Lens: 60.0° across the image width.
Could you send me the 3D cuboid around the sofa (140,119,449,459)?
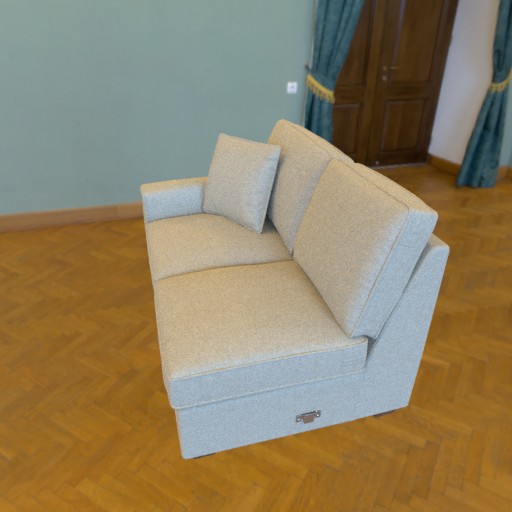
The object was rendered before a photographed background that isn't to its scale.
[{"bbox_3d":[0.000,0.000,2.087,0.991,0.989,1.388,-8,32,-13],"label":"sofa"}]
